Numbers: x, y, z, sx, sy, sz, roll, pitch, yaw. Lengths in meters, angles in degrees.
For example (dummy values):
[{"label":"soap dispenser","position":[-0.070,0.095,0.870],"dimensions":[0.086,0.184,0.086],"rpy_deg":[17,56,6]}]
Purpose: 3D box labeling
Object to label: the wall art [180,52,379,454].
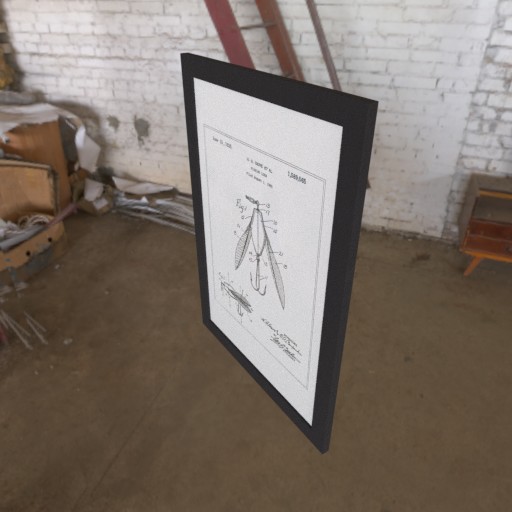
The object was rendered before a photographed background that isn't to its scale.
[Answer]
[{"label":"wall art","position":[0.000,0.000,0.684],"dimensions":[0.013,0.534,0.380],"rpy_deg":[-21,38,-29]}]
